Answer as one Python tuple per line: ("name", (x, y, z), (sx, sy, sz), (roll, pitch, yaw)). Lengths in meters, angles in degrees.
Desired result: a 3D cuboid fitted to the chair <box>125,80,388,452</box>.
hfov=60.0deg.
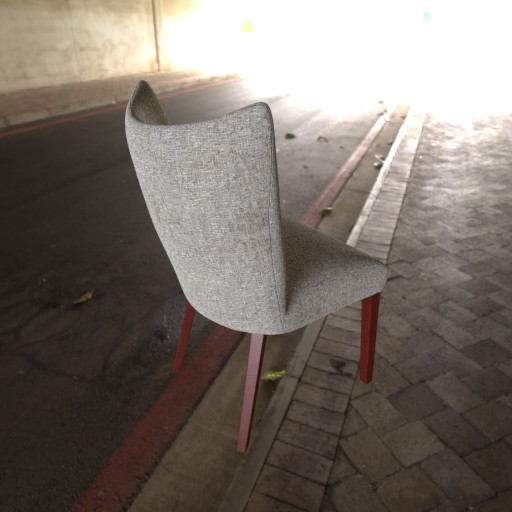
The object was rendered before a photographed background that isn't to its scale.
("chair", (0.000, 0.000, 1.266), (0.623, 0.924, 0.535), (-19, 32, -32))
